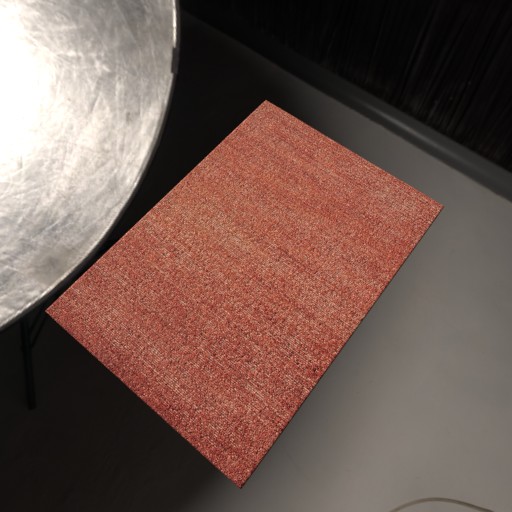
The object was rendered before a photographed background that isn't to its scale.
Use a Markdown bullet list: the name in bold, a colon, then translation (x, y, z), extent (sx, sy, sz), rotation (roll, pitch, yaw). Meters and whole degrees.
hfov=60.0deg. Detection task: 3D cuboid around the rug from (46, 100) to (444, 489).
- **rug**: translation (0.000, 0.000, 5.190), extent (2.803, 0.025, 3.965), rotation (36, 70, 15)
